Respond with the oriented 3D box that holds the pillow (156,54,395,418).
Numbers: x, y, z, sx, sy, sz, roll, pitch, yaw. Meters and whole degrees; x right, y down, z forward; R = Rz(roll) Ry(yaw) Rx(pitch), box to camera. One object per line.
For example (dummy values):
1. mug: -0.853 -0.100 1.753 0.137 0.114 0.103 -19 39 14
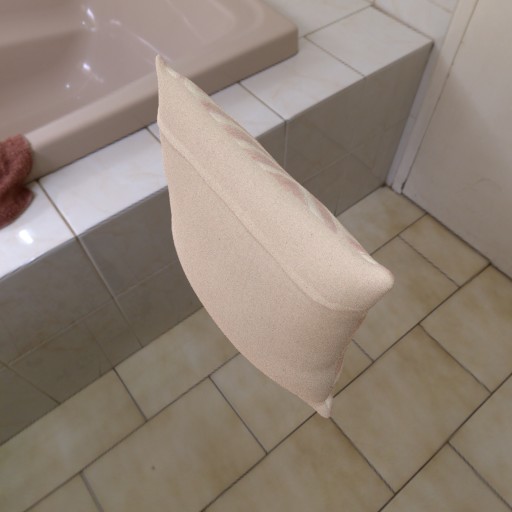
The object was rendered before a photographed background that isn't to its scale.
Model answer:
1. pillow: 0.000 0.000 0.661 0.182 0.441 0.440 -31 62 -19
